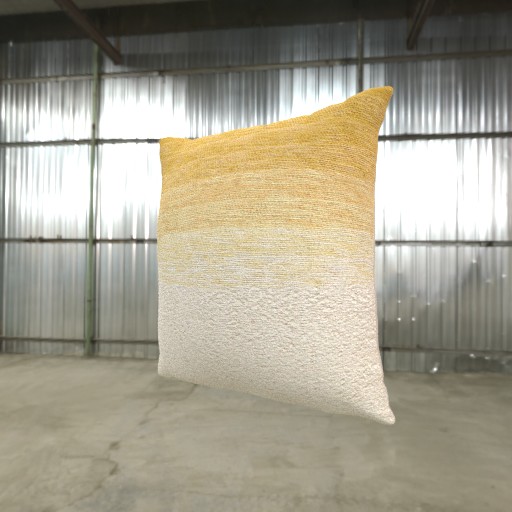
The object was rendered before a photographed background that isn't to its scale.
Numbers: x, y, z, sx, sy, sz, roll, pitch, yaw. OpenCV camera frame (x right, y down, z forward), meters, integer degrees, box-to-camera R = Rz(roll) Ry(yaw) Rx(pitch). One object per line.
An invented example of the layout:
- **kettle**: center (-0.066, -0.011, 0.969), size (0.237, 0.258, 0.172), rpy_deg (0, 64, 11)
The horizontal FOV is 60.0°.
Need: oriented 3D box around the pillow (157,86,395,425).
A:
- **pillow**: center (0.000, 0.000, 0.711), size (0.450, 0.450, 0.211), rpy_deg (0, -1, 36)
